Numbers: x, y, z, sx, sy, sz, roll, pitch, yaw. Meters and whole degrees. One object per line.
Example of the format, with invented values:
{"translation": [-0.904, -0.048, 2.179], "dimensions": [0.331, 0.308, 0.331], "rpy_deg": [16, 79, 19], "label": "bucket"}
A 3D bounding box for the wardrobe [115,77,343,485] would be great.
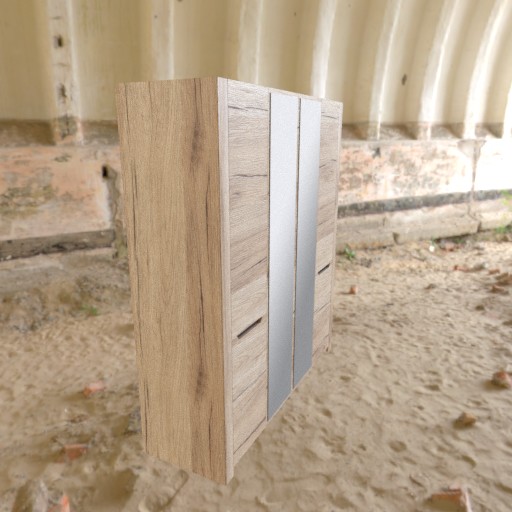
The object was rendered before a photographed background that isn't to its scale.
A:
{"translation": [0.000, 0.000, 3.026], "dimensions": [0.580, 2.070, 1.810], "rpy_deg": [8, 17, 26], "label": "wardrobe"}
